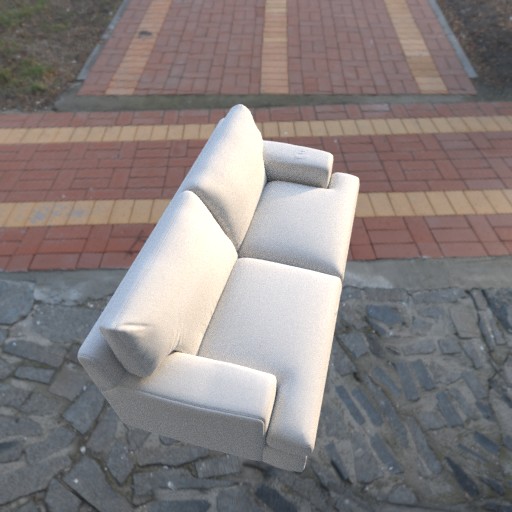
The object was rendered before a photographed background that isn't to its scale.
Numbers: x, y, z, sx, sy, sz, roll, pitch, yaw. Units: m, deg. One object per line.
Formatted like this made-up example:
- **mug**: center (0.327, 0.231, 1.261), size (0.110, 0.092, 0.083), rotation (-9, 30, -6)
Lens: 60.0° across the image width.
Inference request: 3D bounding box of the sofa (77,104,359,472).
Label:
- **sofa**: center (0.000, 0.000, 2.847), size (1.143, 0.940, 2.261), rotation (11, 48, 10)
